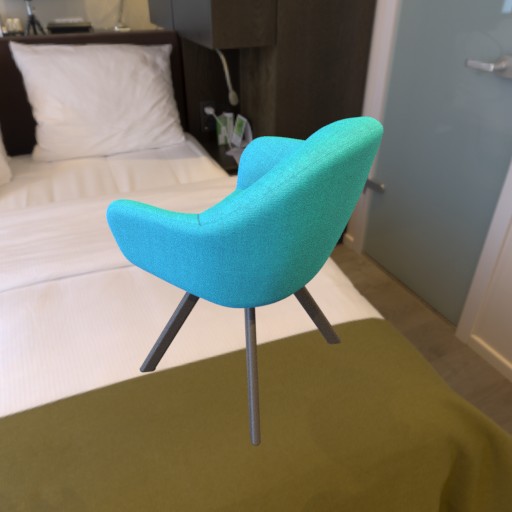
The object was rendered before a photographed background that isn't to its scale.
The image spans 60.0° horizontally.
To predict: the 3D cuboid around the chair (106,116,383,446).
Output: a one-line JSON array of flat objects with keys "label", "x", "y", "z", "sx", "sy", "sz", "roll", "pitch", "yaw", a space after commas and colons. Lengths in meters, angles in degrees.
[{"label": "chair", "x": 0.000, "y": 0.000, "z": 1.201, "sx": 0.550, "sy": 0.795, "sz": 0.590, "roll": 21, "pitch": 38, "yaw": 30}]
